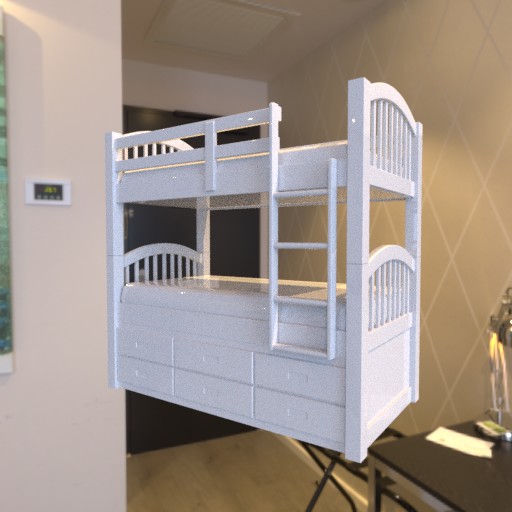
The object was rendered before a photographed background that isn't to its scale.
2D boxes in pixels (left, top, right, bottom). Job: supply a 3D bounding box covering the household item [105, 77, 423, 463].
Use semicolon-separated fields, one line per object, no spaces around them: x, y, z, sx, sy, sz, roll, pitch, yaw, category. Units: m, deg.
0.000;0.000;3.229;2.032;2.032;1.143;2;3;35;household item
